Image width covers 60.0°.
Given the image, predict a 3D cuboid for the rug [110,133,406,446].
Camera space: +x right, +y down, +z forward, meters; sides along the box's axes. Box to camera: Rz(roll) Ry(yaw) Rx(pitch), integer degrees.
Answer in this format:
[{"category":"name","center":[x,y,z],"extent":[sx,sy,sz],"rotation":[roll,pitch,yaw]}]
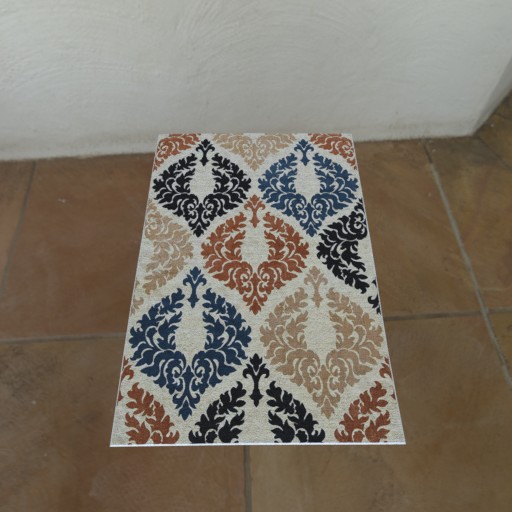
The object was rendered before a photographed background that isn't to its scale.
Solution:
[{"category":"rug","center":[0.000,0.000,2.859],"extent":[1.514,0.014,2.275],"rotation":[0,58,0]}]
